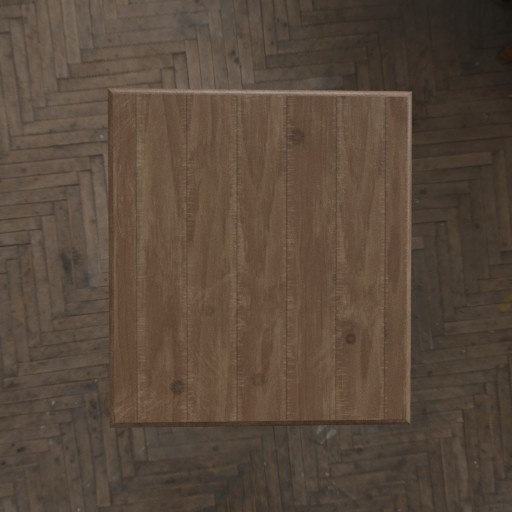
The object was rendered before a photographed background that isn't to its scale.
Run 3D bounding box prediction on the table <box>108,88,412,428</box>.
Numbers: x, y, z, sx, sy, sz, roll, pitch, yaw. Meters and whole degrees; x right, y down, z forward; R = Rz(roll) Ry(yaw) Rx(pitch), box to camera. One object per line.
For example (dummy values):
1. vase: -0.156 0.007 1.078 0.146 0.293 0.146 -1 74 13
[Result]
1. table: 0.000 0.000 0.937 0.457 0.561 0.508 0 91 -2
